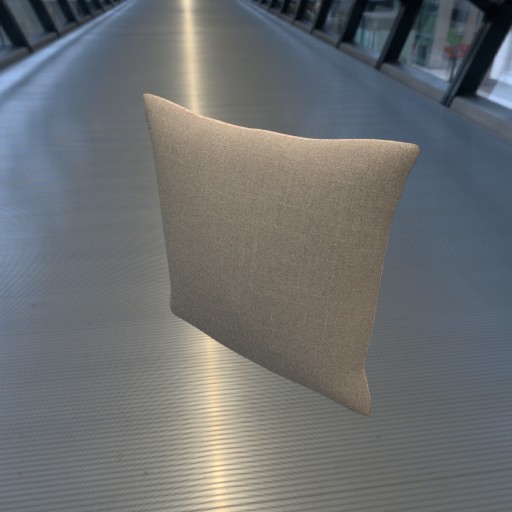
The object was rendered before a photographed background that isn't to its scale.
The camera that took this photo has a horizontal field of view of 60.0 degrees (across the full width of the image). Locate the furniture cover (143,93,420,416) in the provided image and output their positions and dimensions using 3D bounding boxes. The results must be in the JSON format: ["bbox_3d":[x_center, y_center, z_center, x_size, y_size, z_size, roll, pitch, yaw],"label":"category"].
[{"bbox_3d":[0.000,0.000,0.803,0.512,0.506,0.178,21,38,31],"label":"furniture cover"}]
